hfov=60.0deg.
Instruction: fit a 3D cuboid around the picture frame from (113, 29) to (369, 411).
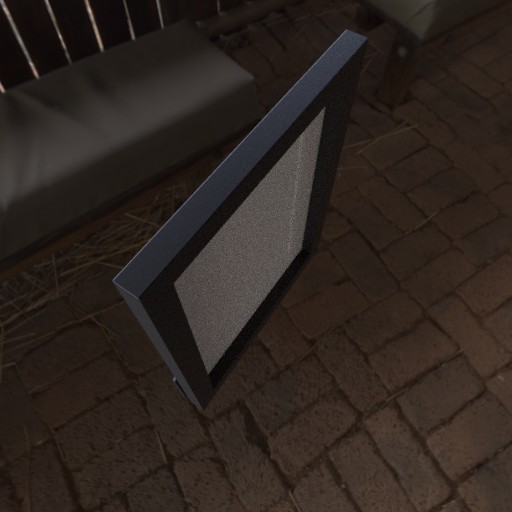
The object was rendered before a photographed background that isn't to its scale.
[{"bbox_3d":[0.000,0.000,0.507,0.036,0.383,0.307,31,65,16],"label":"picture frame"}]
